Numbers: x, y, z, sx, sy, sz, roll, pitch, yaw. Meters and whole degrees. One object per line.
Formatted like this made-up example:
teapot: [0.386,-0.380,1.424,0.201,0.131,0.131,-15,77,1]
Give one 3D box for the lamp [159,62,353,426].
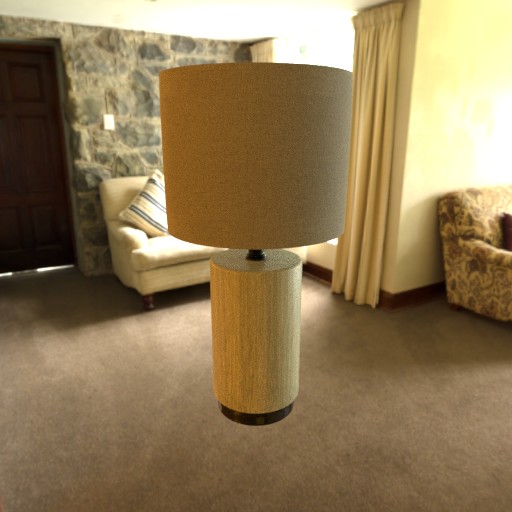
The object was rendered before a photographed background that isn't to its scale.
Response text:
lamp: [0.000,0.000,0.588,0.228,0.444,0.228,3,16,9]
